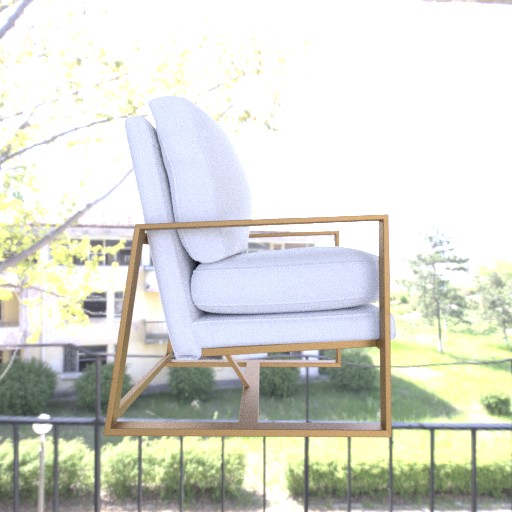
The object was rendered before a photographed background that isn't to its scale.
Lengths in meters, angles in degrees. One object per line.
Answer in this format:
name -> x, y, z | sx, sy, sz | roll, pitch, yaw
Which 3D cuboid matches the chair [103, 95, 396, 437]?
chair -> 0.000, 0.000, 1.584 | 0.813, 0.966, 0.805 | 0, 0, 1
